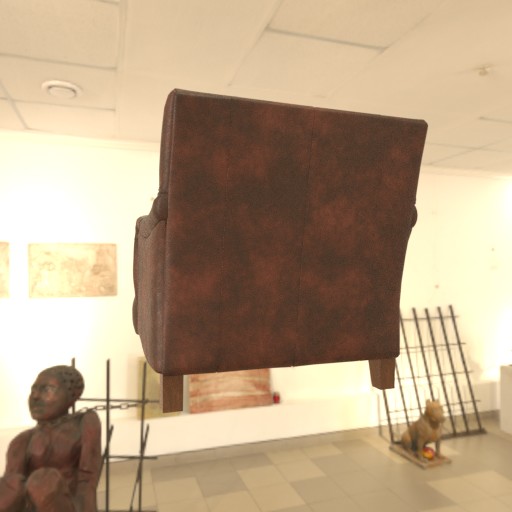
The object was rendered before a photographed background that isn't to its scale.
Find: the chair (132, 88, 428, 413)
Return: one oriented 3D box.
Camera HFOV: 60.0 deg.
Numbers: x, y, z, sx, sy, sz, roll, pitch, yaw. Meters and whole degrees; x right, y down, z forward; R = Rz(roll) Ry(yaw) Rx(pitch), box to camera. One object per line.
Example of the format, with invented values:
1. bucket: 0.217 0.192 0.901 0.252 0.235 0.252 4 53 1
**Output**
1. chair: 0.000 0.000 1.918 0.987 1.051 1.156 0 -1 -19
